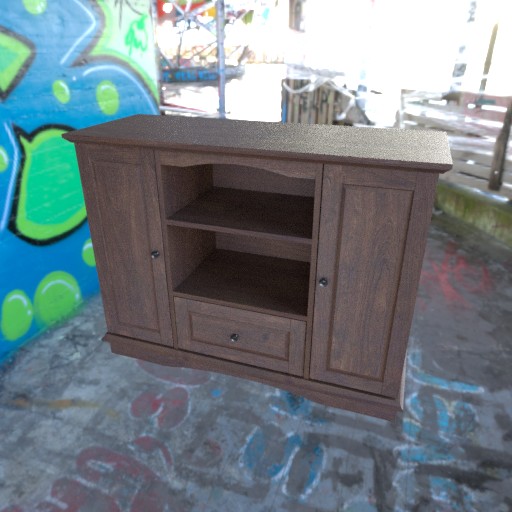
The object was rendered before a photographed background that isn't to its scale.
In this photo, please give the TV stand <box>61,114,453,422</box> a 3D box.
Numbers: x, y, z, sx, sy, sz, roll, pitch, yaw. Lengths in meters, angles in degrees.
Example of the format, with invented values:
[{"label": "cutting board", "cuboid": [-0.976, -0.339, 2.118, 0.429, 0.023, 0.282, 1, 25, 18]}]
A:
[{"label": "TV stand", "cuboid": [0.000, 0.000, 1.492, 1.067, 0.813, 0.406, 9, 27, 17]}]
